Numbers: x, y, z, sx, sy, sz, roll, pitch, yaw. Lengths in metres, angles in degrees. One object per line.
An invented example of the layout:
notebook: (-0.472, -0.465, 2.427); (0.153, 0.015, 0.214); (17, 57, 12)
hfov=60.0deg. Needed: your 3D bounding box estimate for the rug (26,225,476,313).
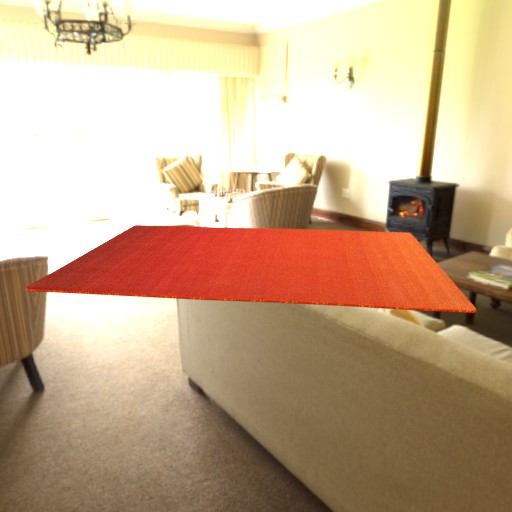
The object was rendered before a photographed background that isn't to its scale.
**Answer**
rug: (0.000, 0.000, 2.359); (1.835, 0.018, 1.230); (2, 17, 7)
